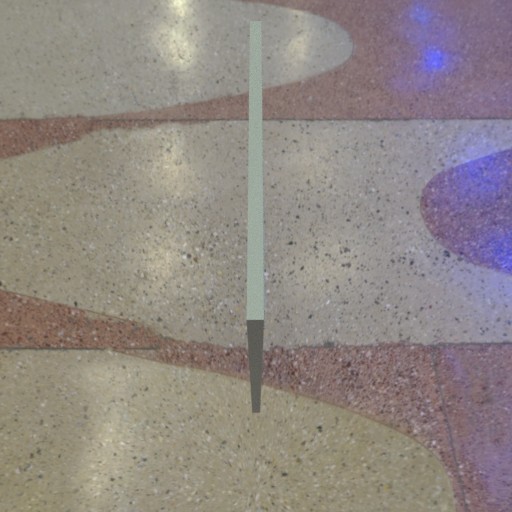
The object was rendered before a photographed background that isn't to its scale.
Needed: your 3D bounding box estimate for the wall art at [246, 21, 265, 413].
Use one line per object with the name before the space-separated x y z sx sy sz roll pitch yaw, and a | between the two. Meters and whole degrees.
wall art | 0.000 0.000 1.394 0.034 1.042 0.789 0 62 0
